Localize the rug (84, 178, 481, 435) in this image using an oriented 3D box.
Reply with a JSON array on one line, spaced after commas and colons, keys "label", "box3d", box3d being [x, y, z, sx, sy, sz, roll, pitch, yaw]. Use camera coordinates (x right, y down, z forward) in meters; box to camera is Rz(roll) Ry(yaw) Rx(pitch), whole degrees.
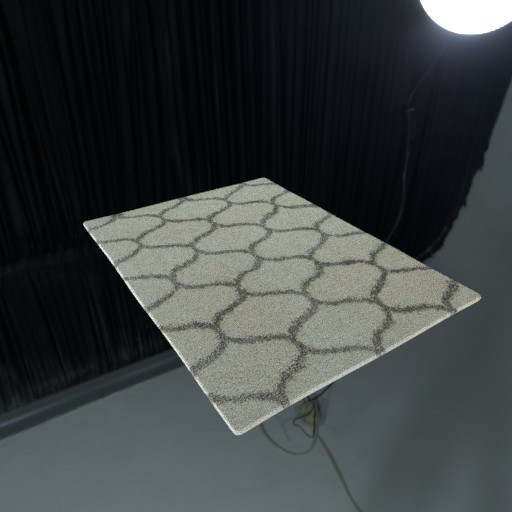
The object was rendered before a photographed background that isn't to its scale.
[{"label": "rug", "box3d": [0.000, 0.000, 2.125, 1.200, 0.025, 1.600, -19, 36, -28]}]
